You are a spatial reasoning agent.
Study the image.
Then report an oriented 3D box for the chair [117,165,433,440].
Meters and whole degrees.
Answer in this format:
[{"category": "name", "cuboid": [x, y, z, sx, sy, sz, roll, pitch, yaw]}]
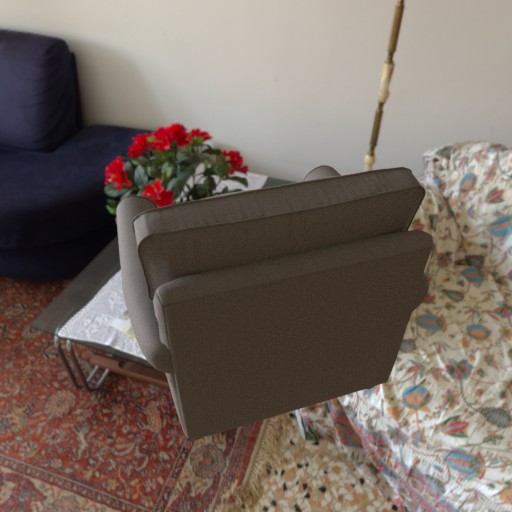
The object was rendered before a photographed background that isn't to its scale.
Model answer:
[{"category": "chair", "cuboid": [0.000, 0.000, 1.767, 1.029, 0.967, 0.966, -12, 42, -13]}]
